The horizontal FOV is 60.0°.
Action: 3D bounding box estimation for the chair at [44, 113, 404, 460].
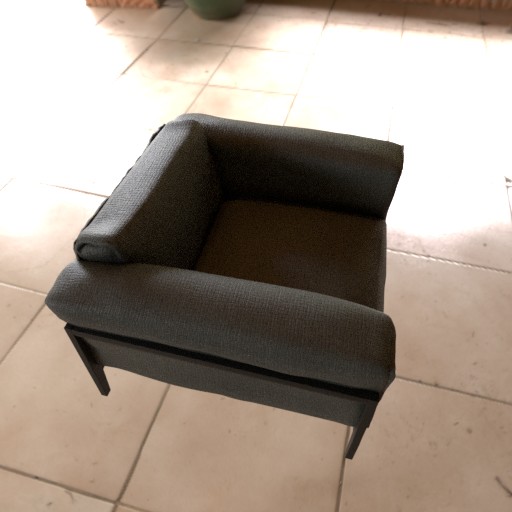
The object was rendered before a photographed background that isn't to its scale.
[{"bbox_3d":[0.000,0.000,1.634,0.969,0.646,1.056,11,48,10],"label":"chair"}]
